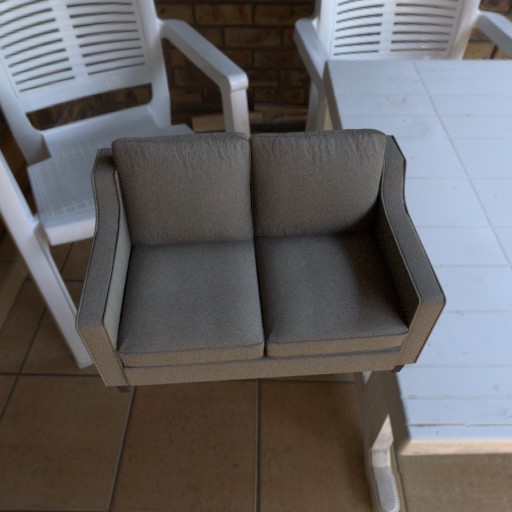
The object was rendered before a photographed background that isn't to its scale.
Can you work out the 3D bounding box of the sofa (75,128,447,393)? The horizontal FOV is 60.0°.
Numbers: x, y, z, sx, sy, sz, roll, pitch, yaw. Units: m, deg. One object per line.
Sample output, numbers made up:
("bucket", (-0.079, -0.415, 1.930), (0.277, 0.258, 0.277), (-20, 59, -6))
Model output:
("sofa", (0.000, 0.000, 2.179), (1.503, 0.981, 0.985), (-3, 48, -3))
